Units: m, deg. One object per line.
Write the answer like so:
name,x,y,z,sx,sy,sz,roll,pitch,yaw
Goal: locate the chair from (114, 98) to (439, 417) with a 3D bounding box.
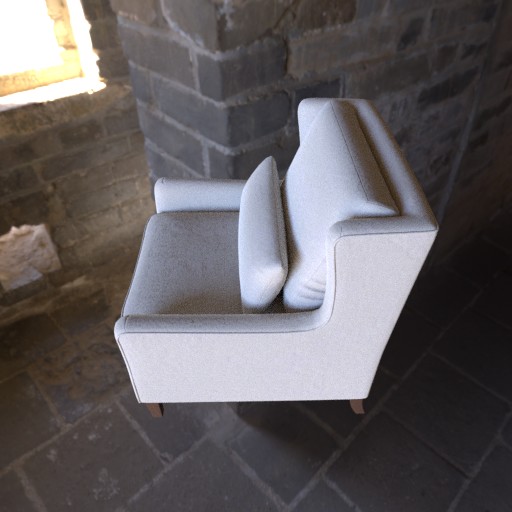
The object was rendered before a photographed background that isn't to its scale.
chair,0.000,0.000,1.891,1.040,1.056,0.982,-1,41,-1
